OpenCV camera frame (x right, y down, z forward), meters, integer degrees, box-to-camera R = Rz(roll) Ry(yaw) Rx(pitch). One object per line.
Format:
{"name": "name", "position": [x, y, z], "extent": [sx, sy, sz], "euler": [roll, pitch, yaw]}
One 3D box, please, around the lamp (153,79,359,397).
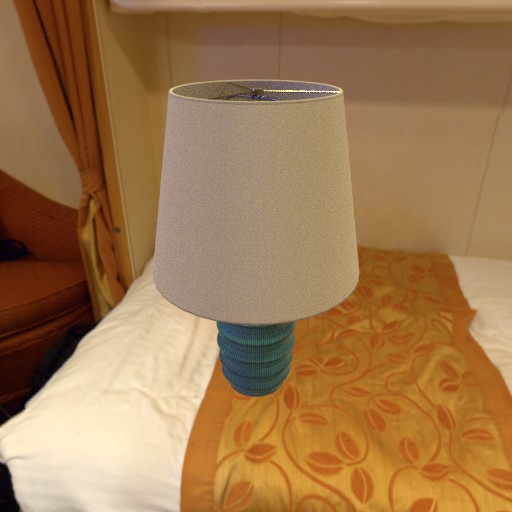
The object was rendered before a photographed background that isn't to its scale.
{"name": "lamp", "position": [0.000, 0.000, 0.552], "extent": [0.254, 0.392, 0.254], "euler": [0, 27, 0]}
